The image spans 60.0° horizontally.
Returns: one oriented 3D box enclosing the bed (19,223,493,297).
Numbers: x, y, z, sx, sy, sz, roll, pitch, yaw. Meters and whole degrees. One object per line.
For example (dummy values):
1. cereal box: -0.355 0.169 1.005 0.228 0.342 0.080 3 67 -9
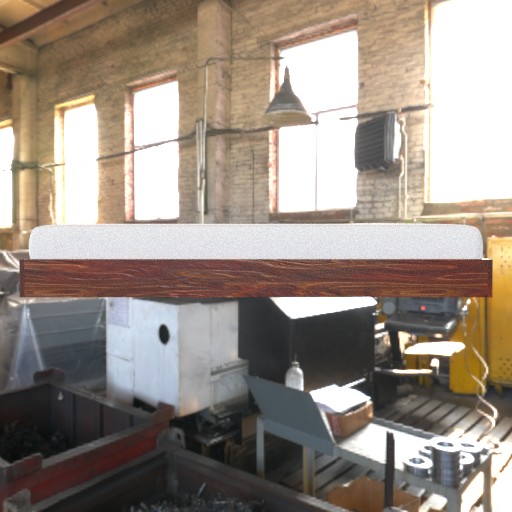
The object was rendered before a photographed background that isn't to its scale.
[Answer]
1. bed: 0.000 0.000 2.212 1.860 0.312 0.940 0 1 0
